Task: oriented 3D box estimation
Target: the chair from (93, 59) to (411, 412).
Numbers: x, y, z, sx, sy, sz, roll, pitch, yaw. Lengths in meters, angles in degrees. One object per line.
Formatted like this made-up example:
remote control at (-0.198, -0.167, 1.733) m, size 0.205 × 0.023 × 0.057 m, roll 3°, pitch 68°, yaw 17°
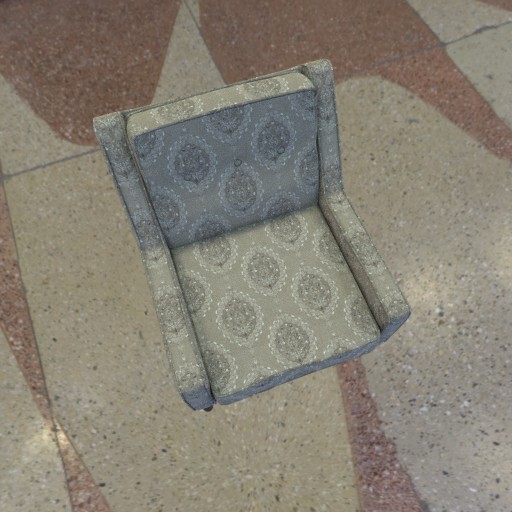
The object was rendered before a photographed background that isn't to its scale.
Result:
chair at (0.000, 0.000, 1.355) m, size 0.665 × 0.797 × 0.750 m, roll -18°, pitch 65°, yaw -8°
